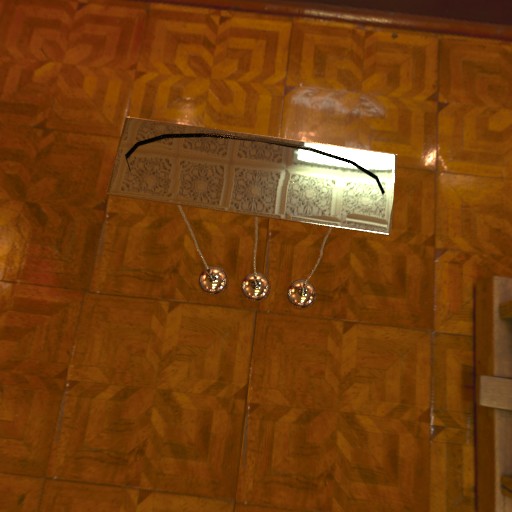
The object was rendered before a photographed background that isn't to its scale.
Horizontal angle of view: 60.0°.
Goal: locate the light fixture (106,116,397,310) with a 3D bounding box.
[{"bbox_3d":[0.000,0.000,1.644,0.623,1.408,0.188,9,75,2],"label":"light fixture"}]
